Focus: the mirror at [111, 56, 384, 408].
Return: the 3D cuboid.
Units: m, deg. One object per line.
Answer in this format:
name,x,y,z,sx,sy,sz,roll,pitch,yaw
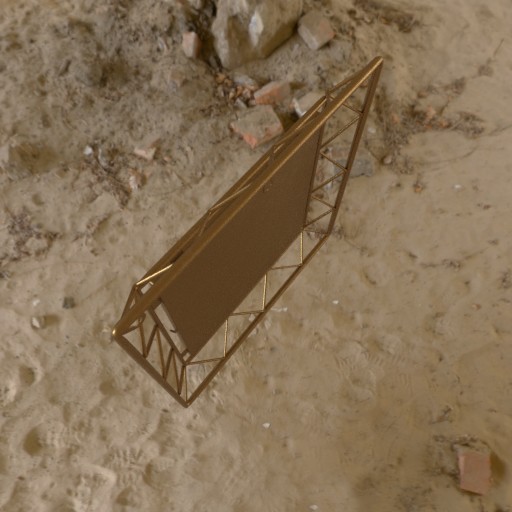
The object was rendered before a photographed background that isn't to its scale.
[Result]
mirror,0.000,0.000,0.612,0.046,0.414,0.416,35,69,16
